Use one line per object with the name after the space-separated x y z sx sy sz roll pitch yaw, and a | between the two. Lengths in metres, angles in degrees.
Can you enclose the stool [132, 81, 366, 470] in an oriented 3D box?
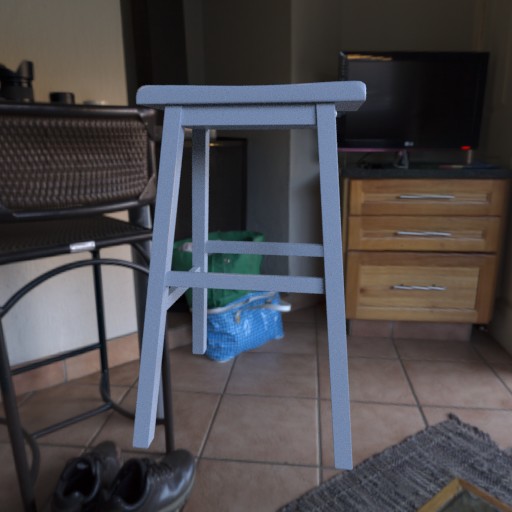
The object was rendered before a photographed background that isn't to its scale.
0.000 0.000 1.046 0.457 0.737 0.476 2 14 8 | stool
